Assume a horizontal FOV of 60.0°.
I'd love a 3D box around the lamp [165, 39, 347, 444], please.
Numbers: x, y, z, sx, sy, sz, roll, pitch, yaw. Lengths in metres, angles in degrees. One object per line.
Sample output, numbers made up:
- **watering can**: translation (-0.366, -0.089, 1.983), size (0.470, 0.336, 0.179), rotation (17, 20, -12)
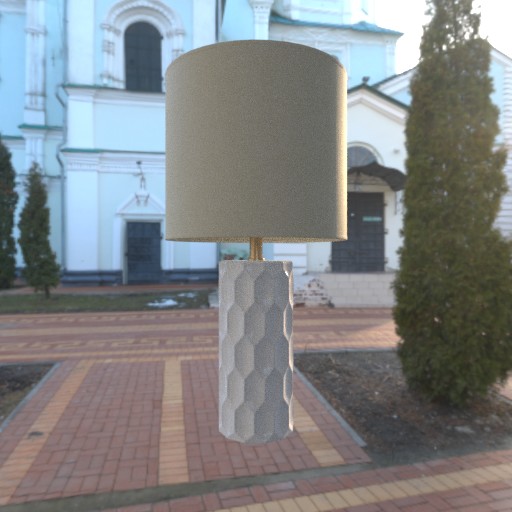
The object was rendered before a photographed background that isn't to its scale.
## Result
- **lamp**: translation (0.000, 0.000, 0.687), size (0.277, 0.537, 0.277), rotation (0, 0, 2)
